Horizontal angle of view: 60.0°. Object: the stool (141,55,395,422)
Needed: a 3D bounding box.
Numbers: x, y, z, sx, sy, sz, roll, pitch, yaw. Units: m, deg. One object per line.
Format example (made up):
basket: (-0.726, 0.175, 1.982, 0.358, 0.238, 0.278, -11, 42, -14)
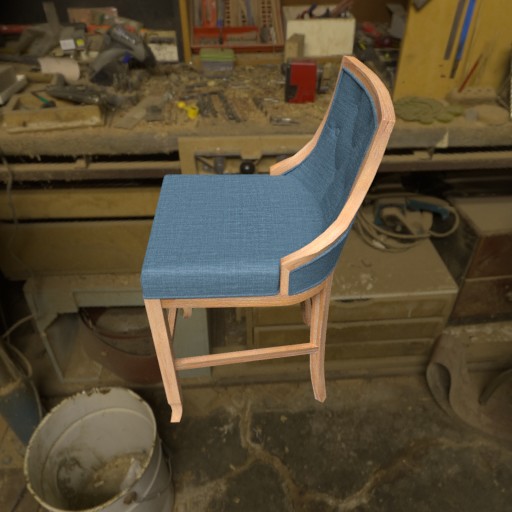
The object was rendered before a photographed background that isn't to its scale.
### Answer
stool: (0.000, 0.000, 1.433, 0.626, 1.101, 0.524, -1, 40, -1)
